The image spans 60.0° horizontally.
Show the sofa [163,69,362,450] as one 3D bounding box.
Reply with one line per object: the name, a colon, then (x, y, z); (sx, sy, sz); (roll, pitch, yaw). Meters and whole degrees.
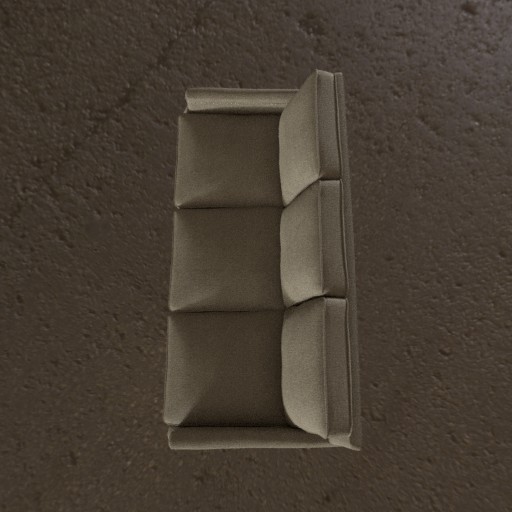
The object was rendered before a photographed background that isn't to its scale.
sofa: (0.000, 0.000, 2.797); (1.084, 1.003, 2.246); (0, 76, 0)
